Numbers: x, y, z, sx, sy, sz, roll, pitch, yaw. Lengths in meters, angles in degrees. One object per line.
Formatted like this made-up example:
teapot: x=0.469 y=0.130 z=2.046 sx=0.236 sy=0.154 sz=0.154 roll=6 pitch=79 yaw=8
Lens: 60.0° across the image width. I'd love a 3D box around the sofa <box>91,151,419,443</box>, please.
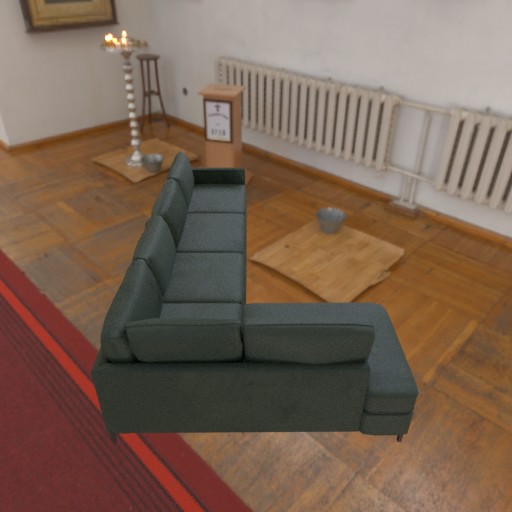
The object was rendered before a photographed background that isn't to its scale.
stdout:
sofa: x=0.000 y=0.000 z=4.207 sx=2.048 sy=0.996 sz=3.384 roll=0 pitch=33 yaw=0
